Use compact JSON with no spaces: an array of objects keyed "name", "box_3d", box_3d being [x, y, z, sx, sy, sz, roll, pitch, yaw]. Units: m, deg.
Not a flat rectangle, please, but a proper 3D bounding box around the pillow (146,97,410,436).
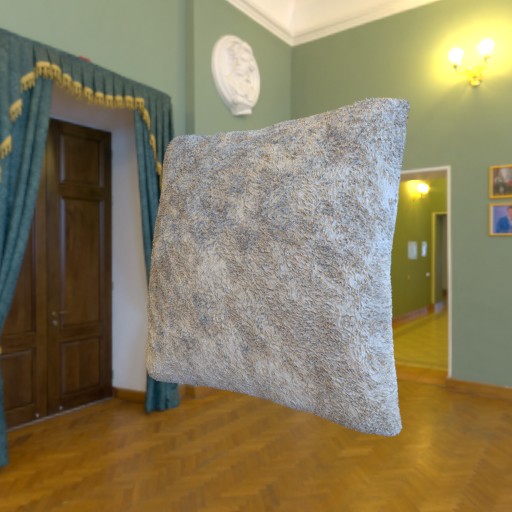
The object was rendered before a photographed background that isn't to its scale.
[{"name":"pillow","box_3d":[0.000,0.000,0.792,0.529,0.515,0.218,0,1,35]}]
